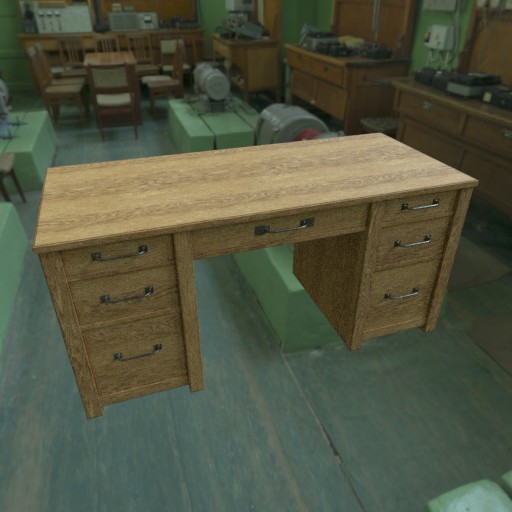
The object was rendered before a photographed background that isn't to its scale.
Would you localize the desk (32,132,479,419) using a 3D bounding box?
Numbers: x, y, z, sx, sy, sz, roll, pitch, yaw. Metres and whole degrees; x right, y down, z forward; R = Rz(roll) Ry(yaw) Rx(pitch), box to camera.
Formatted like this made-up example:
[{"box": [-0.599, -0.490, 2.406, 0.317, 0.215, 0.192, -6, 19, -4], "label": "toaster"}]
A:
[{"box": [0.000, 0.000, 1.932, 1.567, 0.751, 0.685, -10, 33, -16], "label": "desk"}]
